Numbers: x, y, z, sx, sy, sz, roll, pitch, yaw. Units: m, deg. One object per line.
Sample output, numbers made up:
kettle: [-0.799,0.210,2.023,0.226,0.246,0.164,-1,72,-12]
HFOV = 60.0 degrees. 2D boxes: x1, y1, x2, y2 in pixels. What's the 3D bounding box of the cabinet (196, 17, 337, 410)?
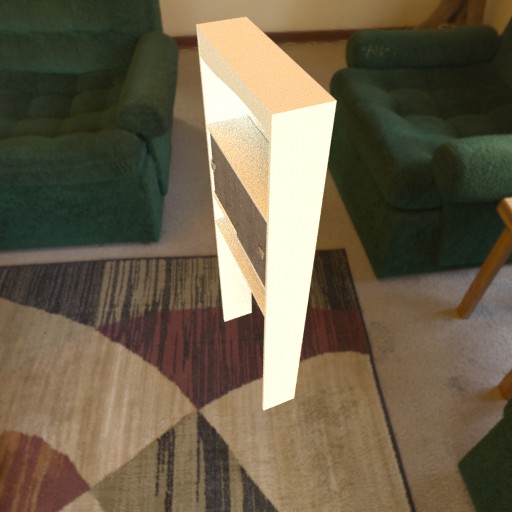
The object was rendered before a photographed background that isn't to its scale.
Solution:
cabinet: [0.000,0.000,1.990,0.192,1.770,0.643,-17,50,-15]
